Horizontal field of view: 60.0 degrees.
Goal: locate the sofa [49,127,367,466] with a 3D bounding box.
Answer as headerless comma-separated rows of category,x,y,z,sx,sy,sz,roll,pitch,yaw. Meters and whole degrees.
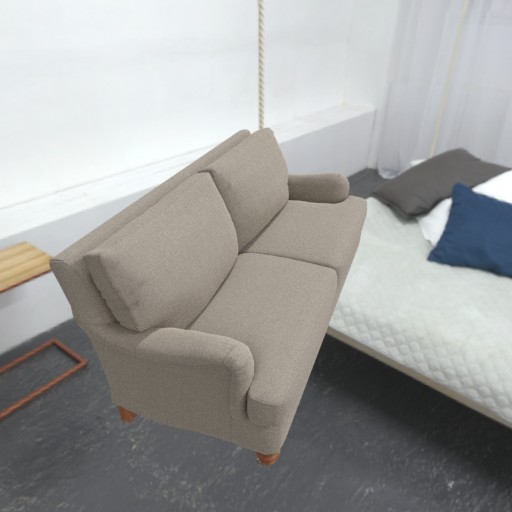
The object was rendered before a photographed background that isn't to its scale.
sofa,0.000,0.000,2.757,1.087,1.054,2.160,12,34,18
